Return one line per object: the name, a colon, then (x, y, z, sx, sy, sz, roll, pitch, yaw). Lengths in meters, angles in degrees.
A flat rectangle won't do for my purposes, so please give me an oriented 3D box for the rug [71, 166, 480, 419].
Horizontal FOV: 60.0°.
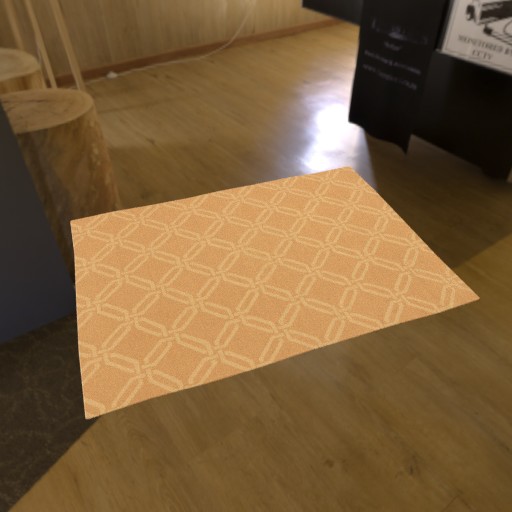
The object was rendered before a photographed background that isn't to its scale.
rug: (0.000, 0.000, 2.728, 2.135, 0.013, 1.524, -13, 44, -14)
